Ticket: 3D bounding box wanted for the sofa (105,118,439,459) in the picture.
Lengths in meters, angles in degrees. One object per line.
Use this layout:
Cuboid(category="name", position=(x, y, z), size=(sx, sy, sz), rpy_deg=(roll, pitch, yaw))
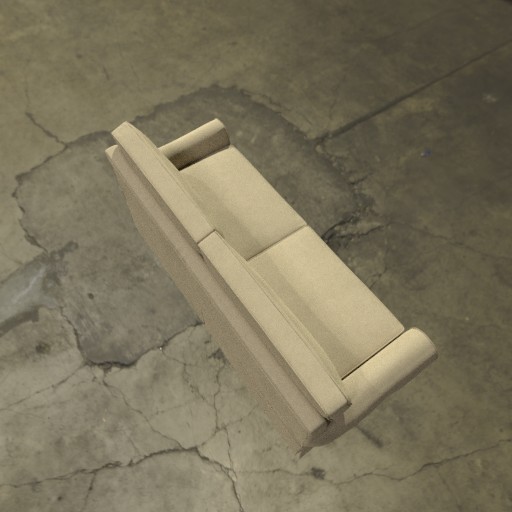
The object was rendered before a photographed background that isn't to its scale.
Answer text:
Cuboid(category="sofa", position=(0.000, 0.000, 2.790), size=(0.900, 1.014, 2.246), rpy_deg=(-31, 64, -18))
